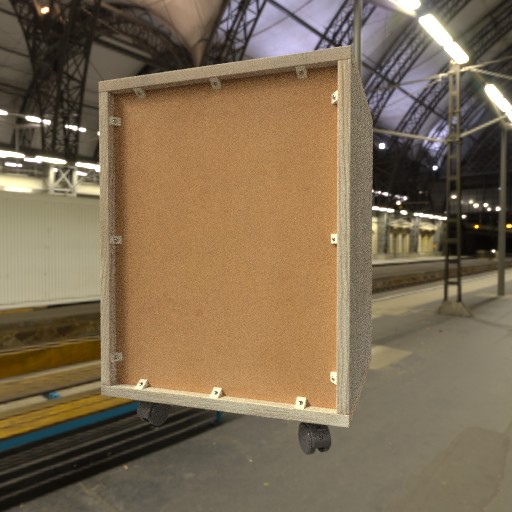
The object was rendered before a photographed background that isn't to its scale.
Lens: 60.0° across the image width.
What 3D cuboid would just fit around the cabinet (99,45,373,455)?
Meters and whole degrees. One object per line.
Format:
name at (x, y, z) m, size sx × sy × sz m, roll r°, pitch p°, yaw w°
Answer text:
cabinet at (0.000, 0.000, 0.858) m, size 0.409 × 0.579 × 0.401 m, roll 0°, pitch 1°, yaw 19°
